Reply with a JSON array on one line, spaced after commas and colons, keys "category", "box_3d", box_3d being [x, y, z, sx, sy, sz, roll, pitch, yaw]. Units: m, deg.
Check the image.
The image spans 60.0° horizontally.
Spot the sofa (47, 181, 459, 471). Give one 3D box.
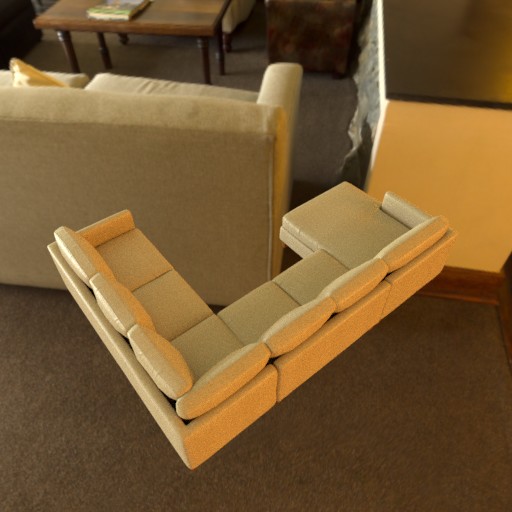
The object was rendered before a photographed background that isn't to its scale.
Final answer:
[{"category": "sofa", "box_3d": [0.000, 0.000, 4.756, 3.460, 0.961, 2.594, -31, 54, -25]}]
